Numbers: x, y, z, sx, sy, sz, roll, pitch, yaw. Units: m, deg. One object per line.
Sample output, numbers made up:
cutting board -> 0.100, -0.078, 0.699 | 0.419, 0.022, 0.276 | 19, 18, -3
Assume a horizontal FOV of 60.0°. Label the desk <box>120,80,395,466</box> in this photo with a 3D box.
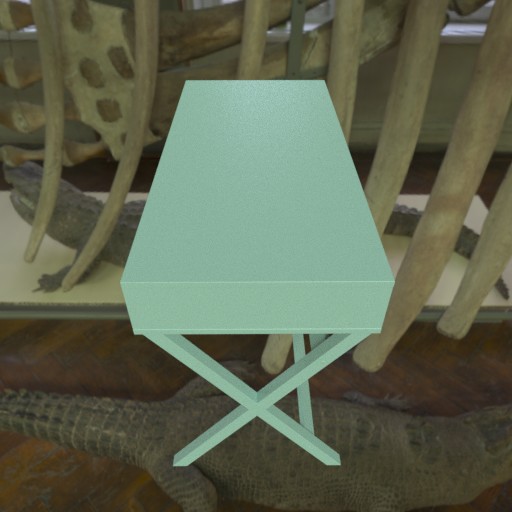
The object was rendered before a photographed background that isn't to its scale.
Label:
desk -> 0.000, 0.000, 1.467 | 0.509, 0.780, 1.059 | 0, 41, 0
